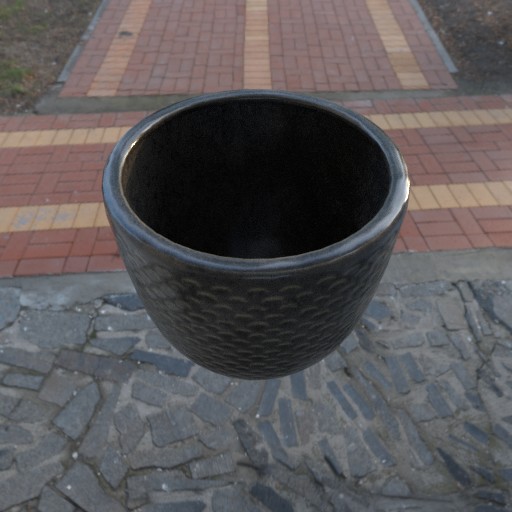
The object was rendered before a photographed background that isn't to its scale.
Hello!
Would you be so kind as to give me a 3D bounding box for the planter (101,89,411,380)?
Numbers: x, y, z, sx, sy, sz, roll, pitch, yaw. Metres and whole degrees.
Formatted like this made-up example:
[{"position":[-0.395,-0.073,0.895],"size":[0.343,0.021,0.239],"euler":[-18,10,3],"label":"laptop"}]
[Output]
[{"position":[0.000,0.000,0.308],"size":[0.172,0.160,0.172],"euler":[0,47,0],"label":"planter"}]
